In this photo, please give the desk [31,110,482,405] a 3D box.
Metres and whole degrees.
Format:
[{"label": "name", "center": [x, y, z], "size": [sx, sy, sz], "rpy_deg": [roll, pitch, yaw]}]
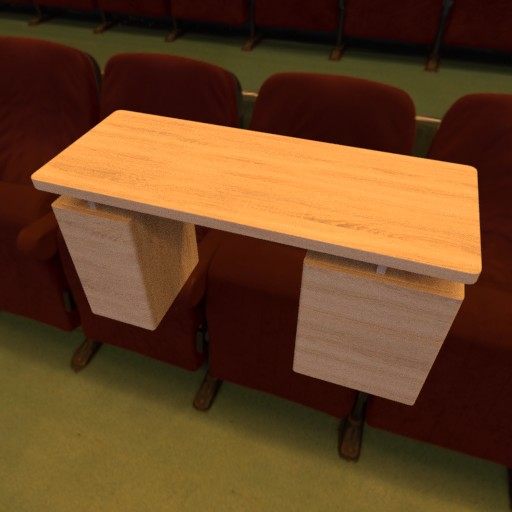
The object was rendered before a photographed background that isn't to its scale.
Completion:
[{"label": "desk", "center": [0.000, 0.000, 1.739], "size": [1.400, 0.760, 0.550], "rpy_deg": [13, 44, 14]}]
